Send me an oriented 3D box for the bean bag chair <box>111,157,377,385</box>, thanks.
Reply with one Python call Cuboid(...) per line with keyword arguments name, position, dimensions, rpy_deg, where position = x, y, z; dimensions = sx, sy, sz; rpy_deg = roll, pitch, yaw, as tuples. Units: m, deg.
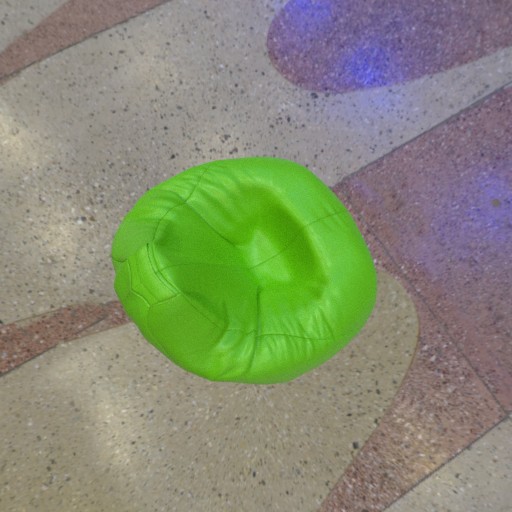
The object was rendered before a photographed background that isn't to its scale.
Cuboid(name="bean bag chair", position=(0.000, 0.000, 1.905), dimensions=(1.070, 0.990, 1.070), rpy_deg=(-30, 77, -8))
